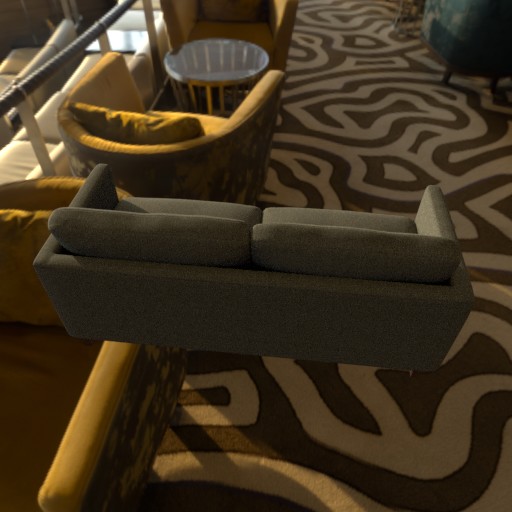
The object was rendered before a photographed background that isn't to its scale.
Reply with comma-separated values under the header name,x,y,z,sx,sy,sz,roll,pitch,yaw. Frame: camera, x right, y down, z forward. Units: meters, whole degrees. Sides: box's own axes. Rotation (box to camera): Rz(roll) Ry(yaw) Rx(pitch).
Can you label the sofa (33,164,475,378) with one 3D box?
name,x,y,z,sx,sy,sz,roll,pitch,yaw
sofa,0.000,0.000,2.668,2.208,0.965,0.948,5,45,4
